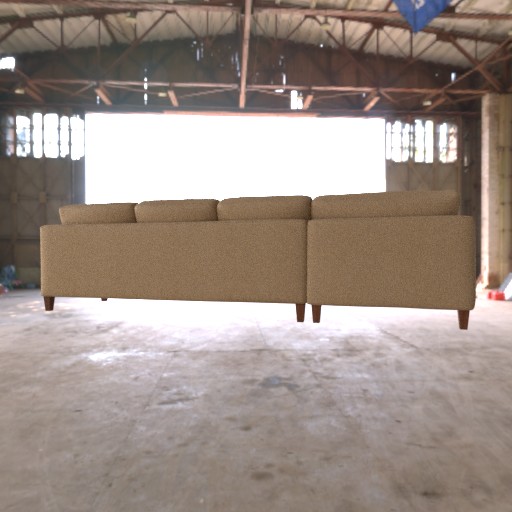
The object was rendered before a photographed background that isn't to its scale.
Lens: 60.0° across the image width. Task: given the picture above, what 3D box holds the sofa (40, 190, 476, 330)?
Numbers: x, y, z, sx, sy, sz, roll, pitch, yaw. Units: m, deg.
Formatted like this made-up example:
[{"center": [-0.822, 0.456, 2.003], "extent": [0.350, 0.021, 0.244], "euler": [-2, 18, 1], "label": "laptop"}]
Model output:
[{"center": [0.000, 0.000, 3.787], "extent": [3.201, 0.876, 1.502], "euler": [0, 0, 16], "label": "sofa"}]
